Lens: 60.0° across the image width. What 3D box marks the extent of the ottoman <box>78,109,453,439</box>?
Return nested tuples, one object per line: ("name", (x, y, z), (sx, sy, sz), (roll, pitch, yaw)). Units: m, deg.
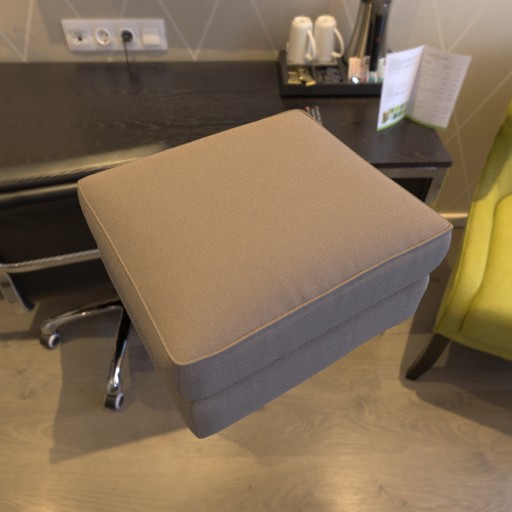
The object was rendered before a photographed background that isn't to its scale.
("ottoman", (0.000, 0.000, 1.194), (0.721, 0.505, 0.662), (-24, 52, -21))
